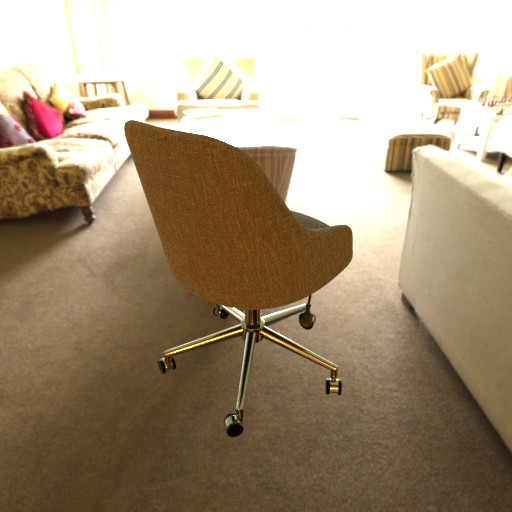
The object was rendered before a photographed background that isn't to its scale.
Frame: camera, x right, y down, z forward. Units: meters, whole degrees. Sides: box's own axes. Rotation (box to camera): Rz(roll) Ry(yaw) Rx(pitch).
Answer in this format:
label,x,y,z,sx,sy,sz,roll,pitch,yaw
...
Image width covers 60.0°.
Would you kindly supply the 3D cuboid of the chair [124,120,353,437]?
label,x,y,z,sx,sy,sz,roll,pitch,yaw
chair,0.000,0.000,1.462,0.671,0.950,0.712,21,35,33
